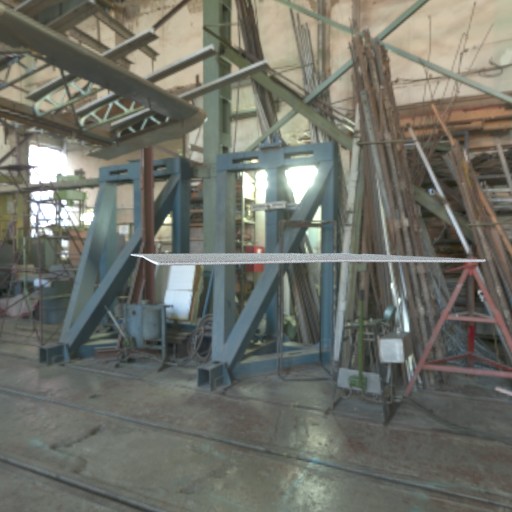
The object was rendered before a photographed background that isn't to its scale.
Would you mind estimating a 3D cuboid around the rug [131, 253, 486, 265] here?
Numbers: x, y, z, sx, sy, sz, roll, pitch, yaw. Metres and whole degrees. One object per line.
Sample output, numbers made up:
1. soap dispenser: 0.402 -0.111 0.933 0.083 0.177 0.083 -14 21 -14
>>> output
1. rug: 0.000 0.000 2.247 1.154 0.021 1.792 0 1 -18
